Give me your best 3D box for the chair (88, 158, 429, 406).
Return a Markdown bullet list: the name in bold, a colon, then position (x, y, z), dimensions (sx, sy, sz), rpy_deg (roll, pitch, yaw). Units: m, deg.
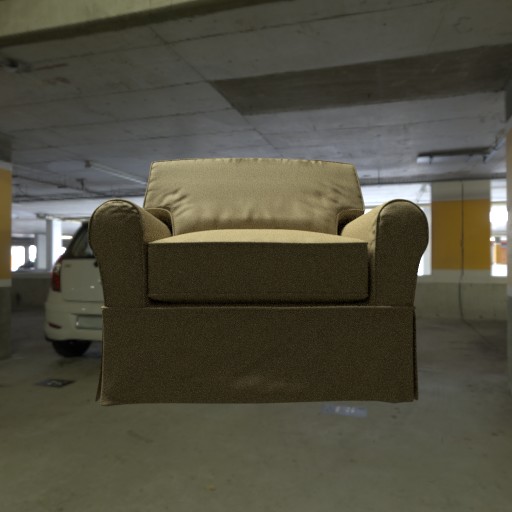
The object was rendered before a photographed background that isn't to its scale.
- **chair**: position (0.000, 0.000, 1.803), dimensions (1.096, 0.937, 0.903), rpy_deg (0, -1, -1)
